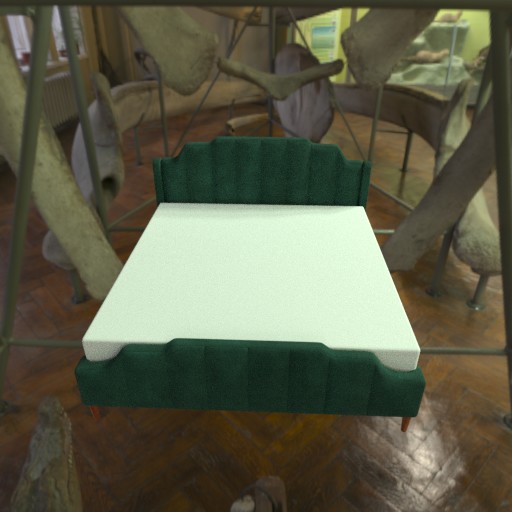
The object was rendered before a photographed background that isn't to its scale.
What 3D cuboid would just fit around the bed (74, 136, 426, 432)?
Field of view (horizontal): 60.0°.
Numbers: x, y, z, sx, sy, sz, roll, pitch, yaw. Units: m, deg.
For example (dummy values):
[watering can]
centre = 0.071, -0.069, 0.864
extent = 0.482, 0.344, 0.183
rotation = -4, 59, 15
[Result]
[bed]
centre = 0.000, 0.000, 3.479
extent = 2.074, 1.245, 2.340
rotation = 1, 30, 2
